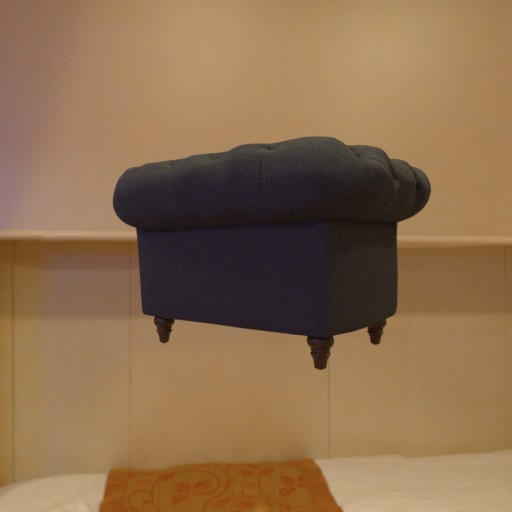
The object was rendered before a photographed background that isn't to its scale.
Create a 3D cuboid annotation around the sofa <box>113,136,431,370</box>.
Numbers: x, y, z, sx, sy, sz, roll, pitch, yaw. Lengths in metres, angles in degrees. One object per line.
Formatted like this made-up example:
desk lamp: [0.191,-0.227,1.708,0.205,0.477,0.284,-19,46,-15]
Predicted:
sofa: [0.000,0.000,2.115,1.405,0.878,1.032,0,0,36]
